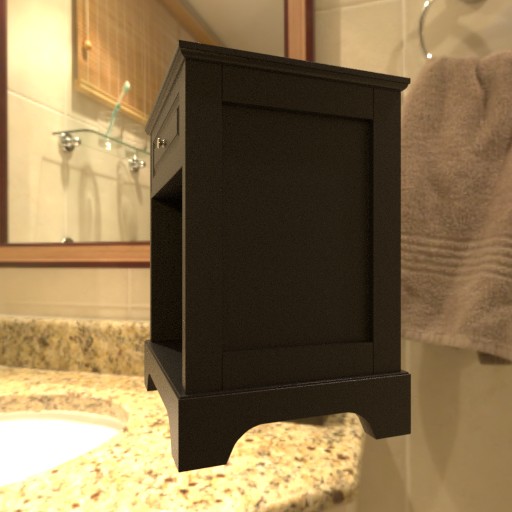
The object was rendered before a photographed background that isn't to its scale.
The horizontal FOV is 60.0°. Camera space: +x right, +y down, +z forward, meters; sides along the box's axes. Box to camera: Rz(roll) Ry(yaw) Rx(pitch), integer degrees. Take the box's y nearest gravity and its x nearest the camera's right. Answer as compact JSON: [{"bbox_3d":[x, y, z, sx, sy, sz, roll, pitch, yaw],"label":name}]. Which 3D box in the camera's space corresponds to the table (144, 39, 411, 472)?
[{"bbox_3d":[0.000,0.000,0.907,0.399,0.610,0.460,0,0,-20],"label":"table"}]
